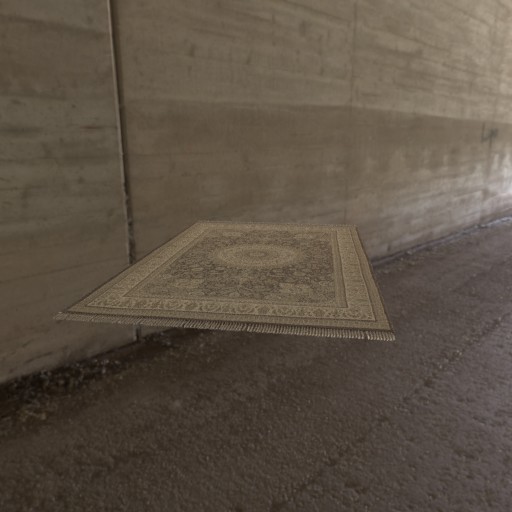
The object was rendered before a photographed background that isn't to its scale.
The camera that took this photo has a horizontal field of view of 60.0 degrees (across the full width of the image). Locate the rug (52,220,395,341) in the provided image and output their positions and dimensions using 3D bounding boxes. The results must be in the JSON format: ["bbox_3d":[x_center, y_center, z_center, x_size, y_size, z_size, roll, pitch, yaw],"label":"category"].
[{"bbox_3d":[0.000,0.000,3.056,1.528,0.010,2.440,2,15,8],"label":"rug"}]
